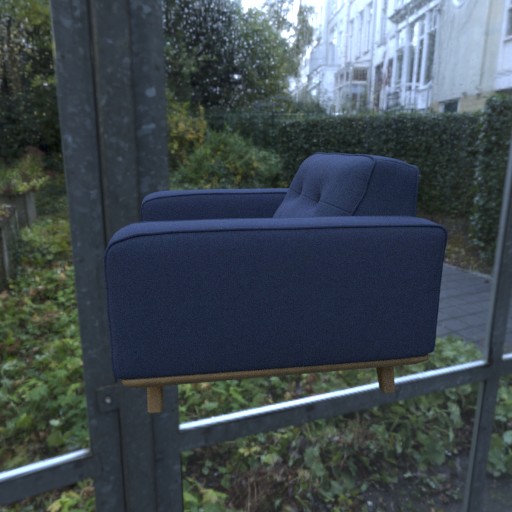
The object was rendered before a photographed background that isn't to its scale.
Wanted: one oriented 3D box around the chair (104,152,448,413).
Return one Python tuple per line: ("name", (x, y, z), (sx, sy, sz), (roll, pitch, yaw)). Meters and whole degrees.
("chair", (0.000, 0.000, 1.731), (0.953, 0.783, 1.118), (-2, 14, -8))
